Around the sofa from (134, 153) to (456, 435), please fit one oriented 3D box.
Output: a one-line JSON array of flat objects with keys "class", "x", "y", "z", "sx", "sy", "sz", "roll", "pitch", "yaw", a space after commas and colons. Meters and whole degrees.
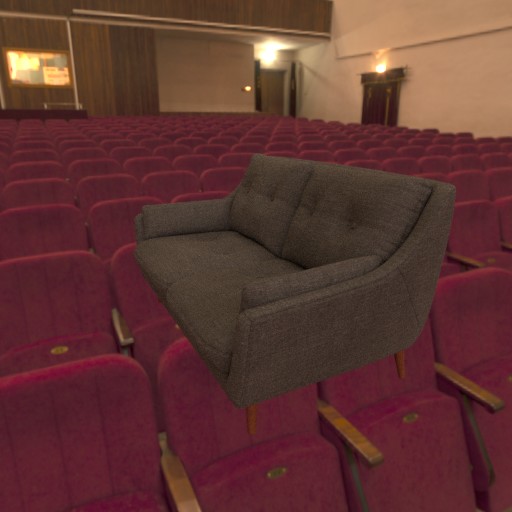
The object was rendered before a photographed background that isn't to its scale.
[{"class": "sofa", "x": 0.000, "y": 0.000, "z": 2.196, "sx": 0.976, "sy": 0.887, "sz": 1.646, "roll": -8, "pitch": 19, "yaw": -24}]
